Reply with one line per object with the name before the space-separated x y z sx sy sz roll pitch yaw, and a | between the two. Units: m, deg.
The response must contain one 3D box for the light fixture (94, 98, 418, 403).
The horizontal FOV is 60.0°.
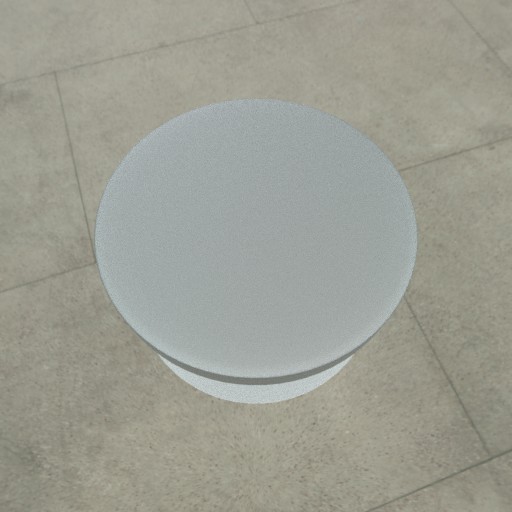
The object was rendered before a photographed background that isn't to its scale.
light fixture | 0.000 0.000 0.644 0.393 0.229 0.393 0 63 0
